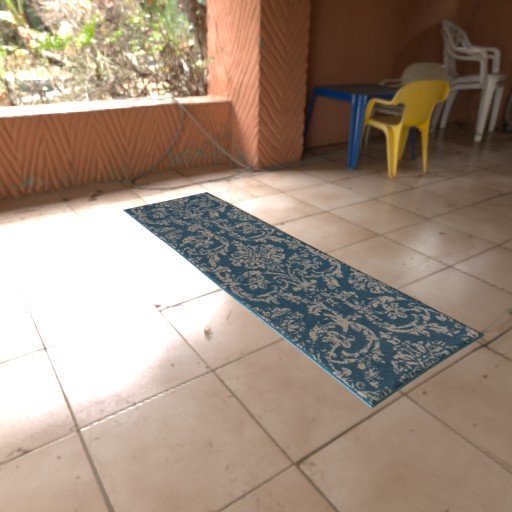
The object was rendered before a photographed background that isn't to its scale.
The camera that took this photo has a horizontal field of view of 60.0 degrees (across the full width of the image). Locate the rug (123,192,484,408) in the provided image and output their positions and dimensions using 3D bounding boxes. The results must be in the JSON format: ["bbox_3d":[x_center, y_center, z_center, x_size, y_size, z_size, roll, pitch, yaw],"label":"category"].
[{"bbox_3d":[0.000,0.000,2.384,0.662,0.011,2.196,-18,32,-31],"label":"rug"}]
